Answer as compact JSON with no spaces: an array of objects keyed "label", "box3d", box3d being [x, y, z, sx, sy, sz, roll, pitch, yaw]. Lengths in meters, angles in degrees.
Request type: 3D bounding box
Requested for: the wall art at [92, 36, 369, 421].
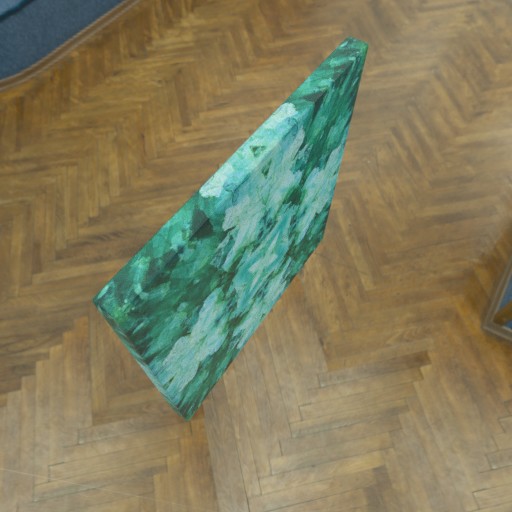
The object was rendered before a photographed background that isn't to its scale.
[{"label":"wall art","box3d":[0.000,0.000,0.739,0.038,0.508,0.507,31,64,17]}]
